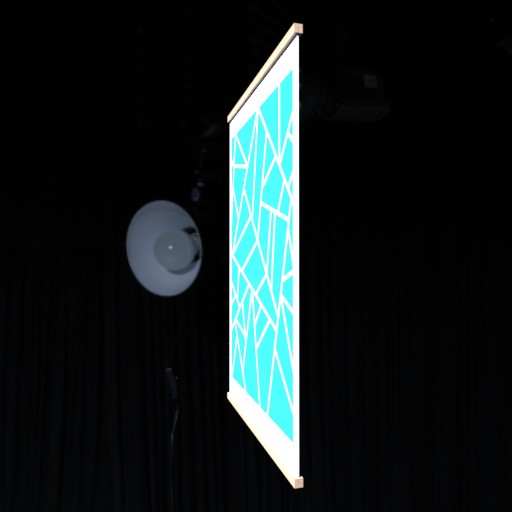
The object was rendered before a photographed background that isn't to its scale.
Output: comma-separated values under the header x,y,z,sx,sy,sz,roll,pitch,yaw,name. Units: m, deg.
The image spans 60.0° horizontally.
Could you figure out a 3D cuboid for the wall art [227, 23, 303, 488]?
x,y,z,sx,sy,sz,roll,pitch,yaw,name
0.000,0.000,1.926,0.030,1.519,0.990,0,-1,-16,wall art
